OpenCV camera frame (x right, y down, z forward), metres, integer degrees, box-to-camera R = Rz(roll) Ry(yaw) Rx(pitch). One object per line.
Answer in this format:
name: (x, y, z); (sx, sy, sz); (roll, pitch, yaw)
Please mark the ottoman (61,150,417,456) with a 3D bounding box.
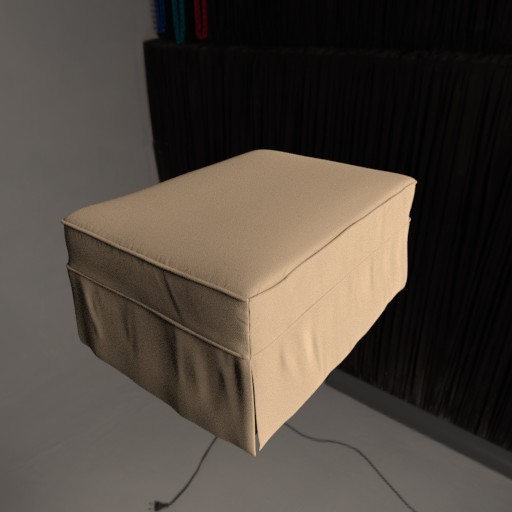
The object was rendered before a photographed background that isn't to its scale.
ottoman: (0.000, 0.000, 1.390); (0.721, 0.482, 0.959); (20, 34, 32)
